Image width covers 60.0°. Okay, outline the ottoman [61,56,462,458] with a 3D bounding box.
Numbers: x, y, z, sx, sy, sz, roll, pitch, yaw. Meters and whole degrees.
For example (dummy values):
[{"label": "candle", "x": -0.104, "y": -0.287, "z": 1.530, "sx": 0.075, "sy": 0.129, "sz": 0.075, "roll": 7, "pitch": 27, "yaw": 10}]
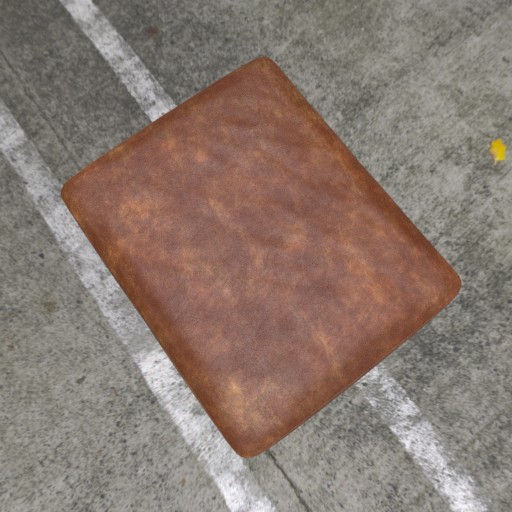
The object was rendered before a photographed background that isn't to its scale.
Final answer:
[{"label": "ottoman", "x": 0.000, "y": 0.000, "z": 1.130, "sx": 0.603, "sy": 0.476, "sz": 0.751, "roll": -36, "pitch": 79, "yaw": -8}]
